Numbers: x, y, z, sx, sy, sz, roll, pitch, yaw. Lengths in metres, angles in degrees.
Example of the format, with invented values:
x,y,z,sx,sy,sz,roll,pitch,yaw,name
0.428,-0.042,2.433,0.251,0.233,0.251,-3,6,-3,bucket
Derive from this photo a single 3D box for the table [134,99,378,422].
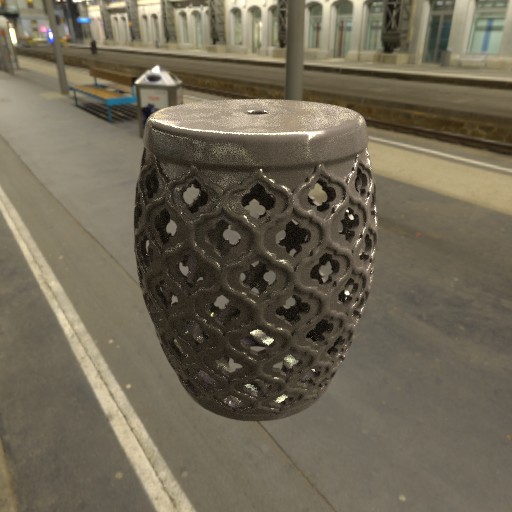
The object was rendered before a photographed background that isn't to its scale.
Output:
x,y,z,sx,sy,sz,roll,pitch,yaw,name
0.000,0.000,0.623,0.325,0.388,0.325,0,27,0,table
